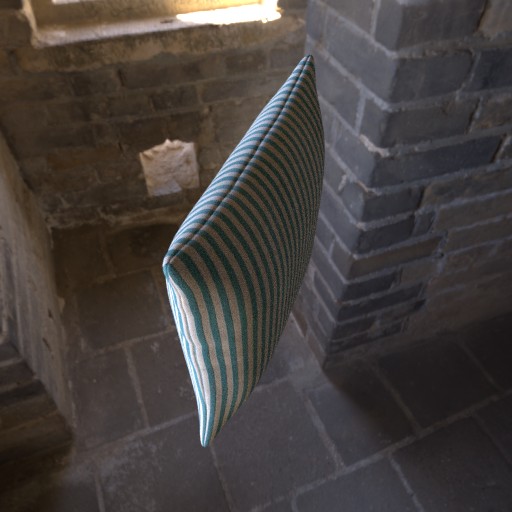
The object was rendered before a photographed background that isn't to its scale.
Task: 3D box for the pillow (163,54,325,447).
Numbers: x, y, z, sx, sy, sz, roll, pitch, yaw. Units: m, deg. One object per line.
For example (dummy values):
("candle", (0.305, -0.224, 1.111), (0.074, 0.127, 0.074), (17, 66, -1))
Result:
("pillow", (0.000, 0.000, 0.784), (0.166, 0.510, 0.523), (15, 49, 14))
